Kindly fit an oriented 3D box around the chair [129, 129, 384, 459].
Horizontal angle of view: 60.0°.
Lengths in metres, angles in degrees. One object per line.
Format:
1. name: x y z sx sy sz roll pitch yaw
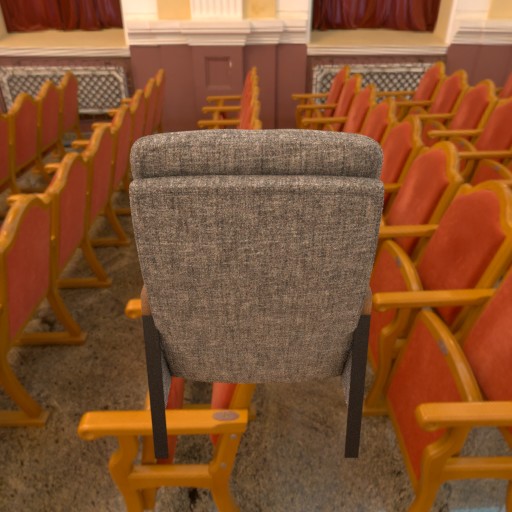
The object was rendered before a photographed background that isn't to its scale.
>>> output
1. chair: 0.000 0.000 1.571 0.671 1.042 0.868 0 31 0
